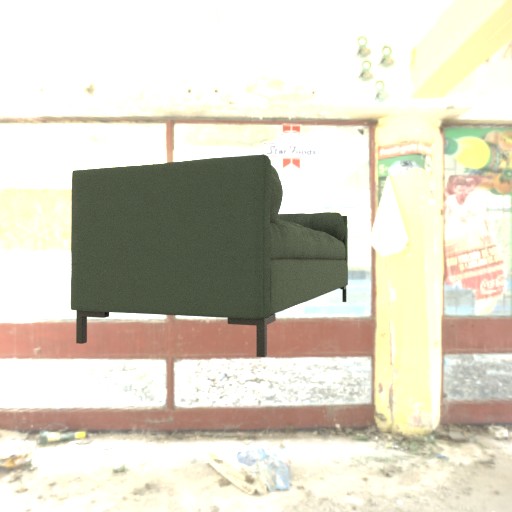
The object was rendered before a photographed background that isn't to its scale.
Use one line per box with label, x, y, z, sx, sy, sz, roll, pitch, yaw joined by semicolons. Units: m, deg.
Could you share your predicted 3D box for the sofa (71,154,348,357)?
sofa;0.000;0.000;2.530;0.817;0.681;2.130;0;-1;19
